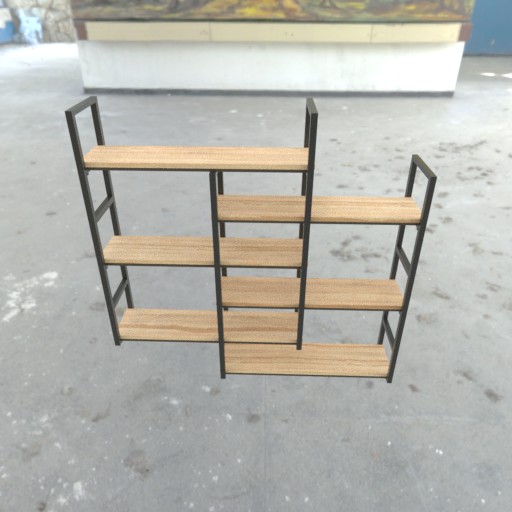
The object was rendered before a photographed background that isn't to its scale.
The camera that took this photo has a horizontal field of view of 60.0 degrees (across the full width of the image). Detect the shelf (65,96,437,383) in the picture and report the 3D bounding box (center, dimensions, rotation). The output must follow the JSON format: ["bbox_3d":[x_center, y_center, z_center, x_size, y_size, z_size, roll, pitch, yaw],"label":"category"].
[{"bbox_3d":[0.000,0.000,1.392,0.946,0.921,0.183,1,31,2],"label":"shelf"}]
